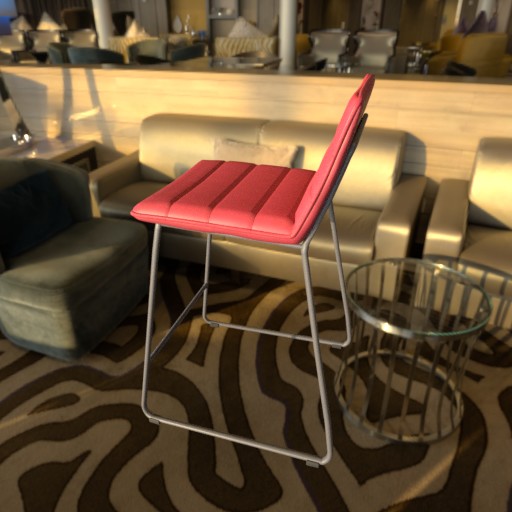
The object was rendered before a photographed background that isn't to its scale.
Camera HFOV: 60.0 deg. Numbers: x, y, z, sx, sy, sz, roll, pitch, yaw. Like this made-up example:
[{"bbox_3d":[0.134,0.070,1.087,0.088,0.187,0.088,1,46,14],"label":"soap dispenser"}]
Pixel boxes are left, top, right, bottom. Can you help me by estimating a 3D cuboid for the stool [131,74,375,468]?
[{"bbox_3d":[0.000,0.000,1.151,0.524,0.866,0.489,8,29,14],"label":"stool"}]
